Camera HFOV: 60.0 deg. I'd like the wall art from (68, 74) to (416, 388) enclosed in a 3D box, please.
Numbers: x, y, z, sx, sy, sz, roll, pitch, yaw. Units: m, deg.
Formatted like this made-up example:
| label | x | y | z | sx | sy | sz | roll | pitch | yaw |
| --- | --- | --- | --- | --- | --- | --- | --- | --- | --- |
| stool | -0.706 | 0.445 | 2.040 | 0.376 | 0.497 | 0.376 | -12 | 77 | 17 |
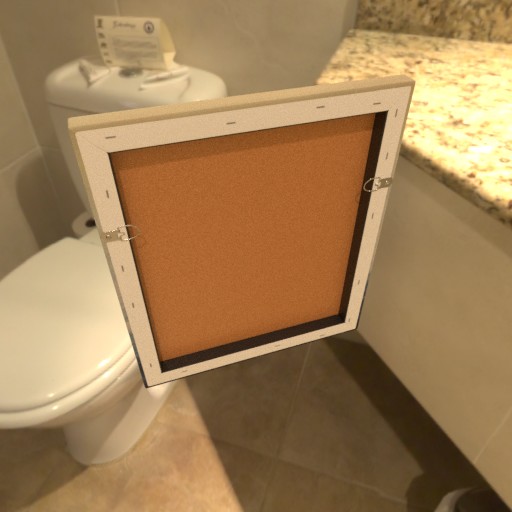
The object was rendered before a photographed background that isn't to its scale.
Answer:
| label | x | y | z | sx | sy | sz | roll | pitch | yaw |
| --- | --- | --- | --- | --- | --- | --- | --- | --- | --- |
| wall art | 0.000 | 0.000 | 0.981 | 0.608 | 0.710 | 0.041 | -13 | 43 | -14 |
